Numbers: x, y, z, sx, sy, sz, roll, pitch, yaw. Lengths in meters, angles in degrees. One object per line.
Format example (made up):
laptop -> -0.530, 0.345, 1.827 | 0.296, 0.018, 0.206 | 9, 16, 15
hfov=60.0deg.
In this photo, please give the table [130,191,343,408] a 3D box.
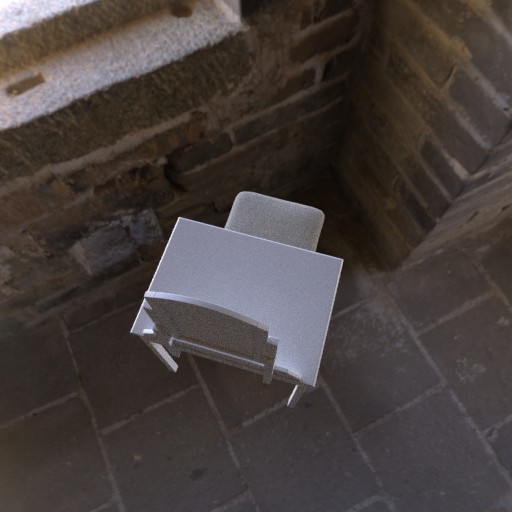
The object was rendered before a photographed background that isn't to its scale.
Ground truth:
table -> 0.000, 0.000, 2.322 | 0.876, 1.631, 1.211 | 15, 66, 7
